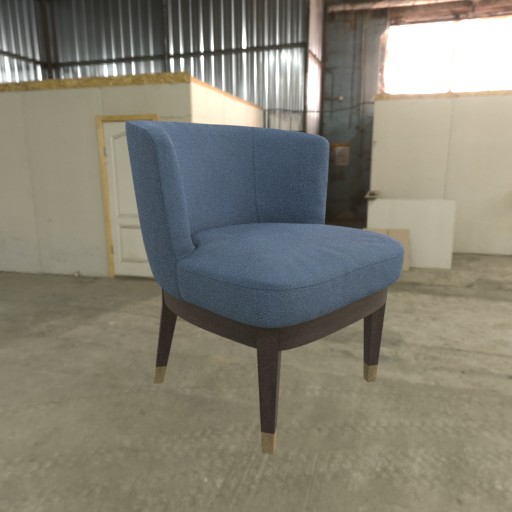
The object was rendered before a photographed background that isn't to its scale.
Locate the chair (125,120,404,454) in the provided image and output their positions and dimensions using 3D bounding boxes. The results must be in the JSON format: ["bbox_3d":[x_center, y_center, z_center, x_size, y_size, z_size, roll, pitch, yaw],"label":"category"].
[{"bbox_3d":[0.000,0.000,1.268,0.702,0.760,0.661,13,18,43],"label":"chair"}]
